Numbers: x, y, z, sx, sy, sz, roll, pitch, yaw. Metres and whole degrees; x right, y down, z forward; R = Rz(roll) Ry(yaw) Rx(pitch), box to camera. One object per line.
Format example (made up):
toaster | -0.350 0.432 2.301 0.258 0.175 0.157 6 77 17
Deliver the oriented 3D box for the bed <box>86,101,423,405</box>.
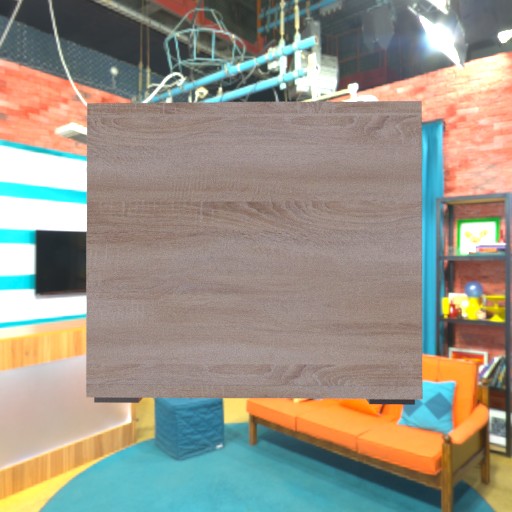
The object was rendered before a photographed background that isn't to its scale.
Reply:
bed | 0.000 0.000 0.806 0.460 0.420 0.401 0 0 1
